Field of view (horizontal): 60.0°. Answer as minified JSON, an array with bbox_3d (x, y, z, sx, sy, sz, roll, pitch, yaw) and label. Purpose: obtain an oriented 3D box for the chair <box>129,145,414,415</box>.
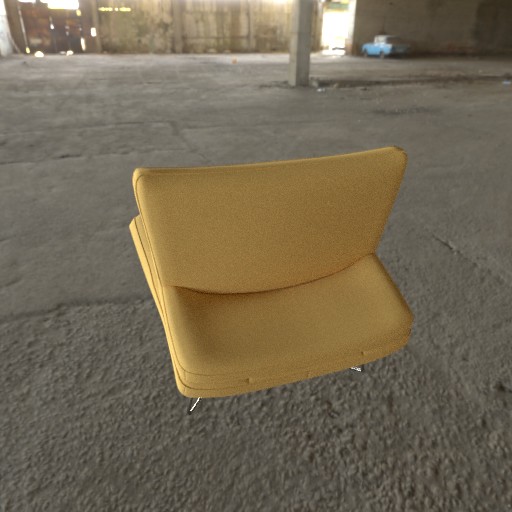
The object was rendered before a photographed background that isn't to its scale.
[{"bbox_3d":[0.000,0.000,1.669,0.859,0.855,1.008,-9,28,-17],"label":"chair"}]
